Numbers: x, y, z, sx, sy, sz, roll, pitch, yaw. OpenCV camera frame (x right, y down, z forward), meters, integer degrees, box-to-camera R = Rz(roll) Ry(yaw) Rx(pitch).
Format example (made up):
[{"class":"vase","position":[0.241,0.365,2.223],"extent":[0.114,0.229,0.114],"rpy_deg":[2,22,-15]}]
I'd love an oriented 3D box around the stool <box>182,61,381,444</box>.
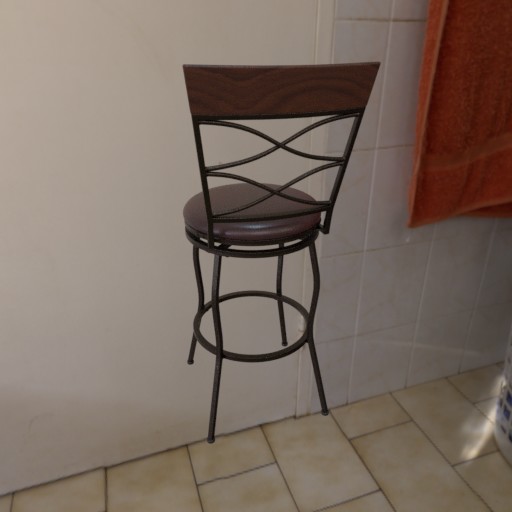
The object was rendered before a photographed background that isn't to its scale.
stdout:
[{"class":"stool","position":[0.000,0.000,1.390],"extent":[0.448,1.130,0.513],"rpy_deg":[-8,27,-15]}]
